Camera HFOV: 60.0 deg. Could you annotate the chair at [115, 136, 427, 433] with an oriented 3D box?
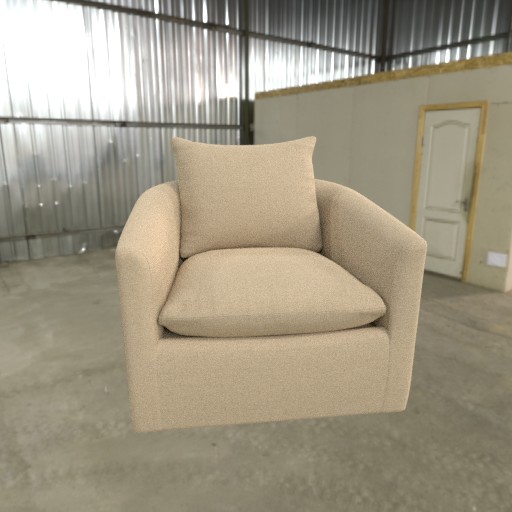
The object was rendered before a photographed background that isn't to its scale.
[{"bbox_3d":[0.000,0.000,1.616,0.845,0.848,0.910,-2,15,-7],"label":"chair"}]
